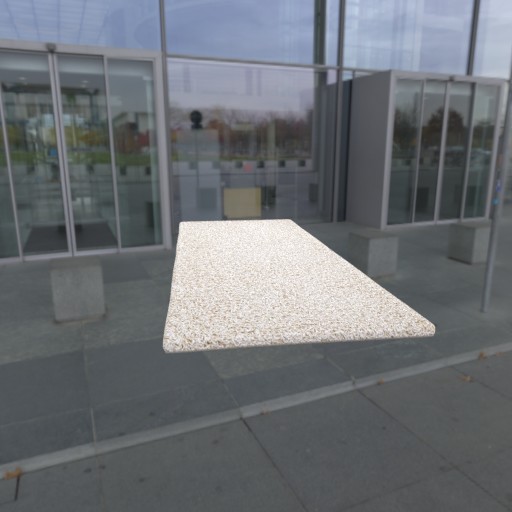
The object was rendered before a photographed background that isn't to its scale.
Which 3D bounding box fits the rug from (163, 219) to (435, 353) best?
[{"bbox_3d":[0.000,0.000,1.689,0.609,0.030,1.524,-2,14,-8],"label":"rug"}]
